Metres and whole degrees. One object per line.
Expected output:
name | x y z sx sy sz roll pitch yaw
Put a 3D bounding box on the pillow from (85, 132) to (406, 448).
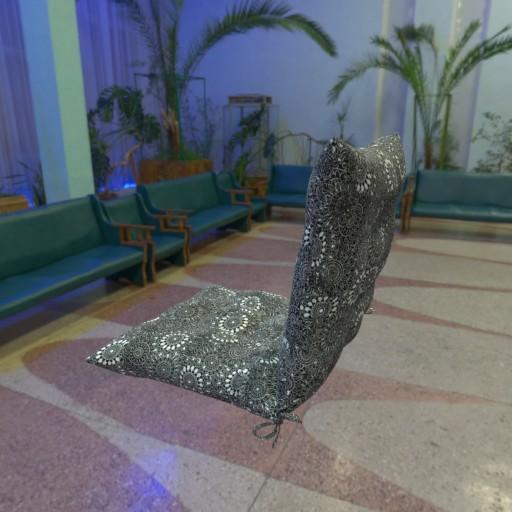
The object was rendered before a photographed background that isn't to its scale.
pillow | 0.000 0.000 0.996 0.585 0.536 0.541 8 19 26
